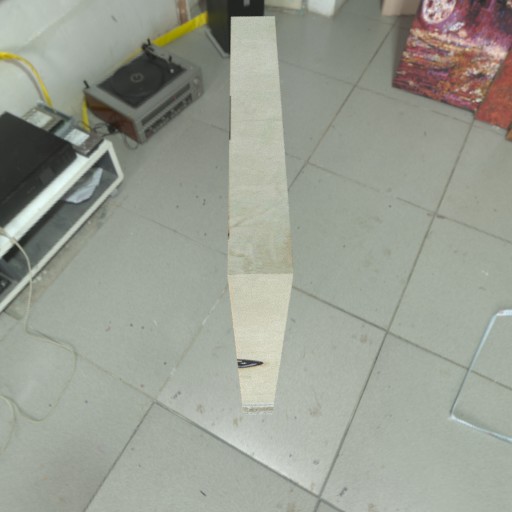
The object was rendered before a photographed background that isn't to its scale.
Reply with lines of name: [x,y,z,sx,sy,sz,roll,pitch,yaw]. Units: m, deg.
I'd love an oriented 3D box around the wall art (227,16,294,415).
wall art: [0.000,0.000,0.481,0.038,0.381,0.254,-1,59,-1]
